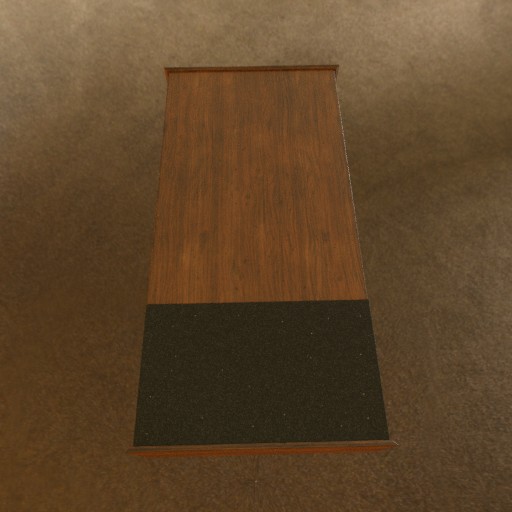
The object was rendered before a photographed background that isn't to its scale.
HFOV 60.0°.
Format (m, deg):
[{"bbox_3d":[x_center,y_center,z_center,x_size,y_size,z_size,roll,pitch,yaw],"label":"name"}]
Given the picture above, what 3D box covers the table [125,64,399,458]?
[{"bbox_3d":[0.000,0.000,1.487,0.610,0.508,1.221,-1,63,-1],"label":"table"}]
